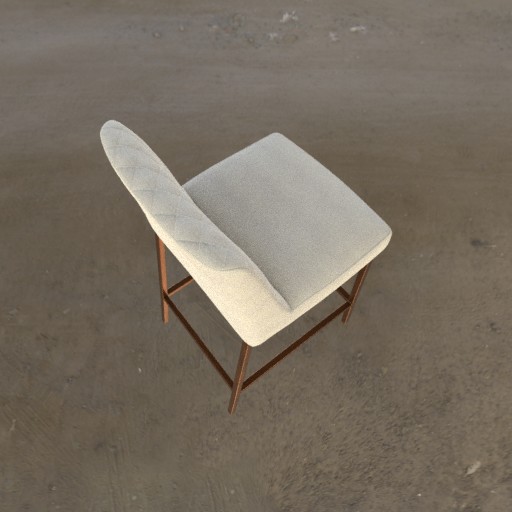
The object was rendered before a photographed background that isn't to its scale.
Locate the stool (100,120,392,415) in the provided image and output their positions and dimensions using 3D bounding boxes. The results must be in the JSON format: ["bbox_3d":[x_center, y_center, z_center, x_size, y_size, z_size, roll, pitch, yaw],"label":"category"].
[{"bbox_3d":[0.000,0.000,1.312,0.576,0.973,0.507,-34,65,-19],"label":"stool"}]
